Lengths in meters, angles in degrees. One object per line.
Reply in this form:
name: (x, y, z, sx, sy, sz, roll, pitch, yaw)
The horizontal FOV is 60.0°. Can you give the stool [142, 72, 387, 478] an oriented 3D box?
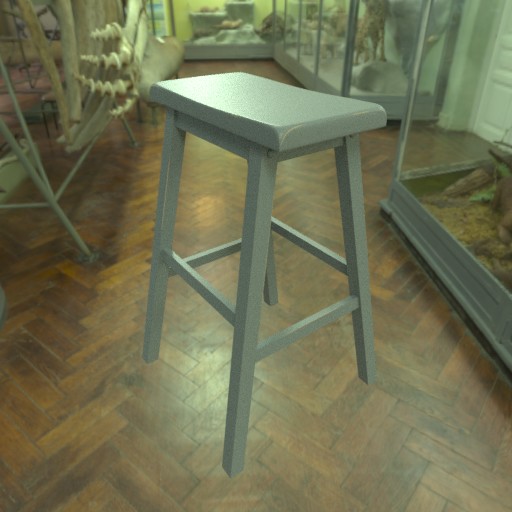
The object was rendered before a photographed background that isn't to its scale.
stool: (0.000, 0.000, 1.046, 0.476, 0.737, 0.457, -21, 37, -31)
